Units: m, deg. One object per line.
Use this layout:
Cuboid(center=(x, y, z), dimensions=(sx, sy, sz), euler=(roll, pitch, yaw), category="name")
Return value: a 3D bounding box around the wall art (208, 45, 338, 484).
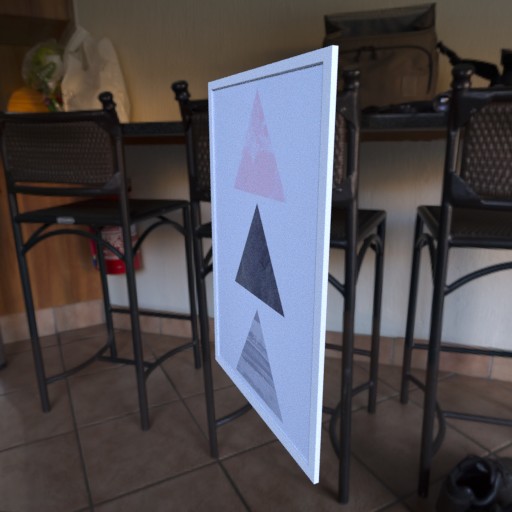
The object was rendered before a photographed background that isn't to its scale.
Cuboid(center=(0.000, 0.000, 1.200), dimensions=(0.013, 0.940, 0.659), euler=(-7, 17, -24), category="wall art")
